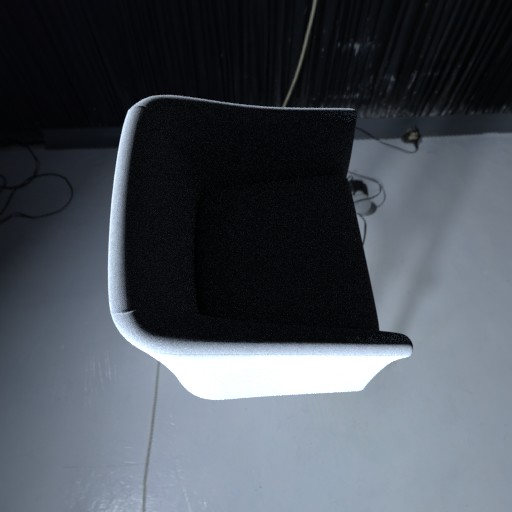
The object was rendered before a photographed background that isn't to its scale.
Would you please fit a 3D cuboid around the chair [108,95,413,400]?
[{"bbox_3d":[0.000,0.000,1.386,0.700,0.720,0.790,-4,62,-2],"label":"chair"}]
